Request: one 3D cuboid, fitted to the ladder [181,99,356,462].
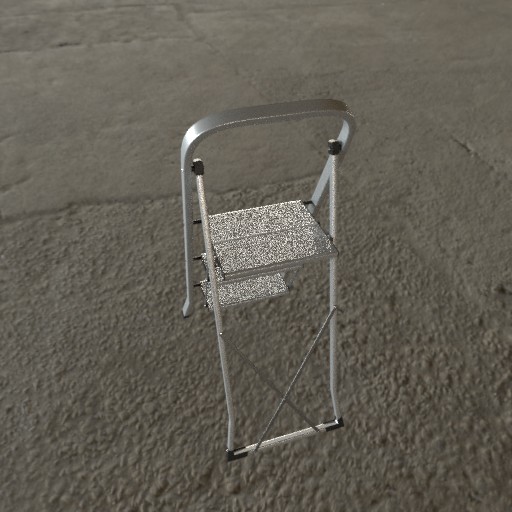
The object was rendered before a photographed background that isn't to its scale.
[{"bbox_3d":[0.000,0.000,1.389,0.465,1.070,0.704,-11,41,-13],"label":"ladder"}]
